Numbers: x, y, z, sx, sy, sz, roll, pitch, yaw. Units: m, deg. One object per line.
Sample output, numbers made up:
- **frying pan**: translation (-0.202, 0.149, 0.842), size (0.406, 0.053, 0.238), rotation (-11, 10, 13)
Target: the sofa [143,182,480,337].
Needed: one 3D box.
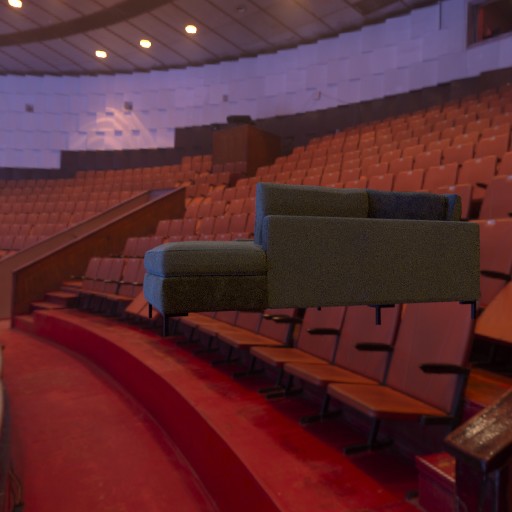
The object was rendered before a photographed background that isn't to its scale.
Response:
- **sofa**: translation (0.000, 0.000, 3.235), size (1.707, 0.687, 2.486), rotation (0, 0, -19)
